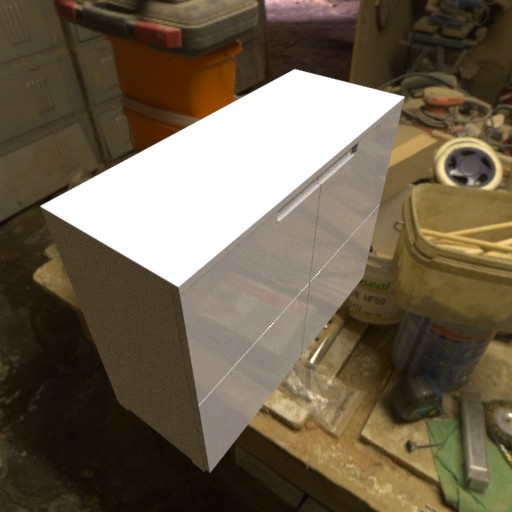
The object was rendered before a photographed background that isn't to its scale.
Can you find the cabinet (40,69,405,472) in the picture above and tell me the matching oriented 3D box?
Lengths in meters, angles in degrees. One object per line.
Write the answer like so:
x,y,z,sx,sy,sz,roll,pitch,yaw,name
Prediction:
0.000,0.000,1.416,0.400,0.800,1.000,26,48,26,cabinet
